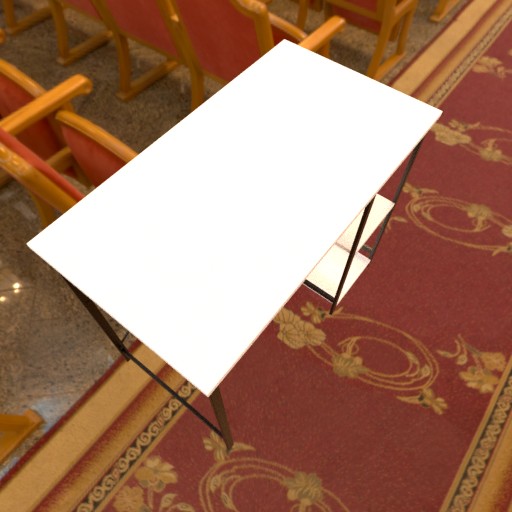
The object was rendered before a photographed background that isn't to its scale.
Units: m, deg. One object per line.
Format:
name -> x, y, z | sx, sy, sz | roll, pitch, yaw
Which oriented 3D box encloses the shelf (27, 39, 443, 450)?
shelf -> 0.000, 0.000, 1.339 | 0.498, 0.750, 0.902 | 34, 64, 19
